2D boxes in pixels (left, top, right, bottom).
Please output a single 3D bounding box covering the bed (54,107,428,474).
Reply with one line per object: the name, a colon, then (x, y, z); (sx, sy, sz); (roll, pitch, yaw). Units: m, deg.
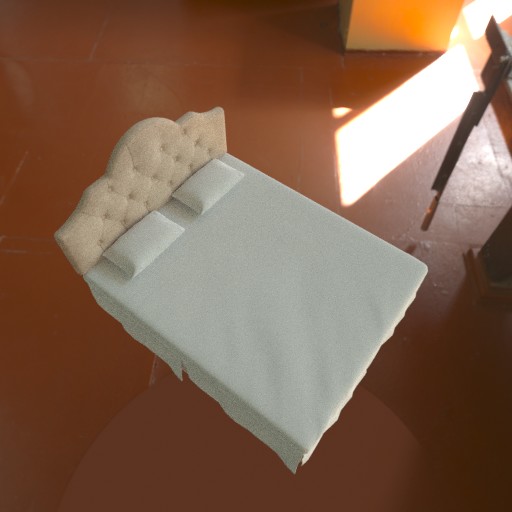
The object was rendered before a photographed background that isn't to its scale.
bed: (0.000, 0.000, 2.958); (1.970, 1.194, 1.667); (33, 62, 20)
